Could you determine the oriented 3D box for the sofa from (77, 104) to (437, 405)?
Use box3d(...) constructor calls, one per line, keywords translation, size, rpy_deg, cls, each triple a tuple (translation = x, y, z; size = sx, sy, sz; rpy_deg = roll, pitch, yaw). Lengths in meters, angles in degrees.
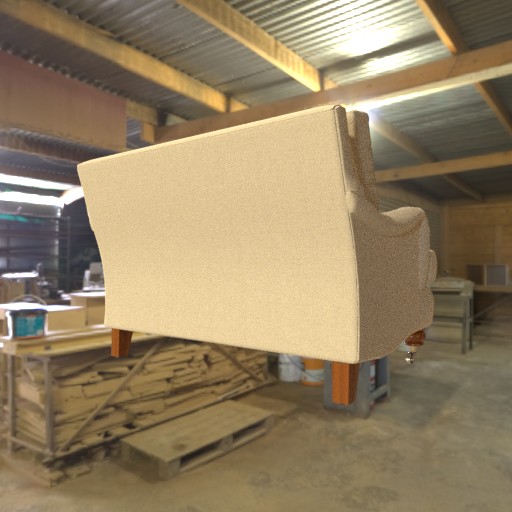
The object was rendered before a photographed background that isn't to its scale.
box3d(translation=(0.000, 0.000, 2.207), size=(1.508, 1.048, 1.087), rpy_deg=(0, -1, 37), cls="sofa")
